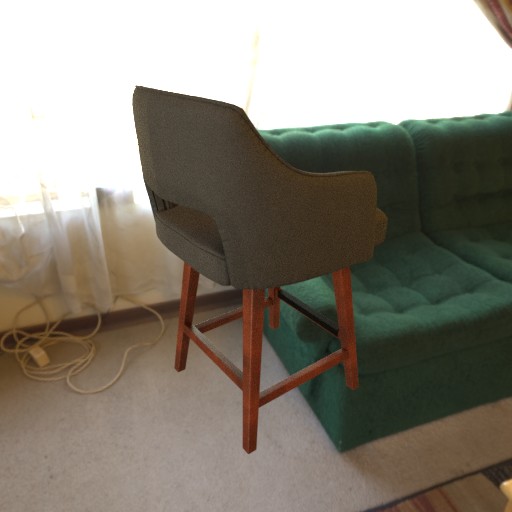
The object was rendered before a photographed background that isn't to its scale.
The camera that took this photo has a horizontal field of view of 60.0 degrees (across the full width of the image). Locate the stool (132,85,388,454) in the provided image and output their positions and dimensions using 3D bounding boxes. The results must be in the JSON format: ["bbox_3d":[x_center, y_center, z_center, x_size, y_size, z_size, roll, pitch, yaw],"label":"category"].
[{"bbox_3d":[0.000,0.000,1.241,0.558,0.912,0.548,-18,32,-32],"label":"stool"}]
